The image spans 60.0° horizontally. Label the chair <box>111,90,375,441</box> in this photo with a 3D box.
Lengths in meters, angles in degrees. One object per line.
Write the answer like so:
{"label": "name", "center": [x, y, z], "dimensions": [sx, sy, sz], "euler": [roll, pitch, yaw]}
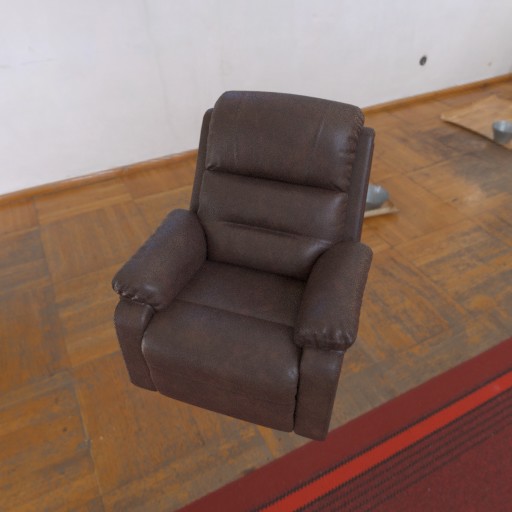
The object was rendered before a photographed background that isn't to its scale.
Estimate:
{"label": "chair", "center": [0.000, 0.000, 1.706], "dimensions": [0.855, 0.992, 0.919], "euler": [12, 41, 14]}
